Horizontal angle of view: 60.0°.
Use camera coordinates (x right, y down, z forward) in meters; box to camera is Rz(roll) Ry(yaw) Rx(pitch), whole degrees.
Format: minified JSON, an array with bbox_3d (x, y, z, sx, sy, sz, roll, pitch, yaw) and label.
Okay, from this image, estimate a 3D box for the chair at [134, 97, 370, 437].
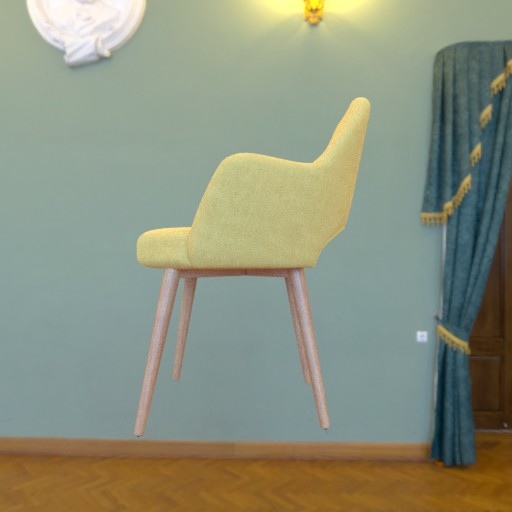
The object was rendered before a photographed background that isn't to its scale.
[{"bbox_3d":[0.000,0.000,1.259,0.610,0.840,0.590,0,0,0],"label":"chair"}]
